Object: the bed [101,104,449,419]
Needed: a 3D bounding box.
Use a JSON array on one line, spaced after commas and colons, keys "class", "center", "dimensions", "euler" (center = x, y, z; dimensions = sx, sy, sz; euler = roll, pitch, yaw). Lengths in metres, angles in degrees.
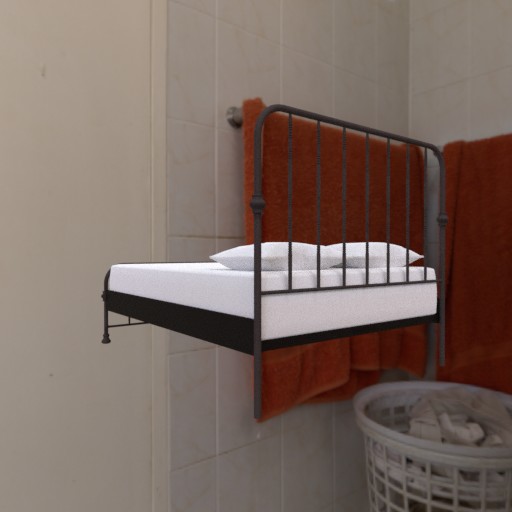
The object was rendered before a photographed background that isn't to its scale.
[{"class": "bed", "center": [0.000, 0.000, 3.290], "dimensions": [1.616, 1.446, 2.134], "euler": [0, 1, -37]}]
